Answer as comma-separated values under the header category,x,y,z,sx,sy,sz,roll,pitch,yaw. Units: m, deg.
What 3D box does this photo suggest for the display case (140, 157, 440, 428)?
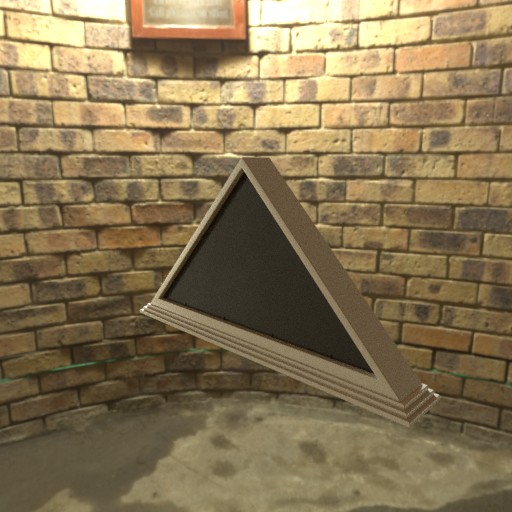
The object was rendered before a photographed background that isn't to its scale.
category,x,y,z,sx,sy,sz,roll,pitch,yaw
display case,0.000,0.000,0.781,0.640,0.340,0.095,11,16,43
